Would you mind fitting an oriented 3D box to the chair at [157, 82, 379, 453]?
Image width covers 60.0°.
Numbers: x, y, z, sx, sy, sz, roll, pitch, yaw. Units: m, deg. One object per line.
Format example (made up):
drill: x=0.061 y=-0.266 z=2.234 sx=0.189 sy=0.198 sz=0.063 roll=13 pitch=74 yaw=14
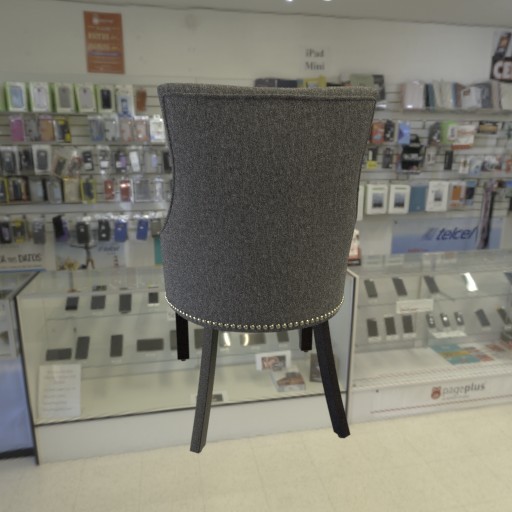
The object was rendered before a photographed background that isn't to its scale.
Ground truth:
chair: x=0.000 y=0.000 z=1.334 sx=0.566 sy=0.909 sz=0.629 roll=-2 pitch=14 yaw=-9
